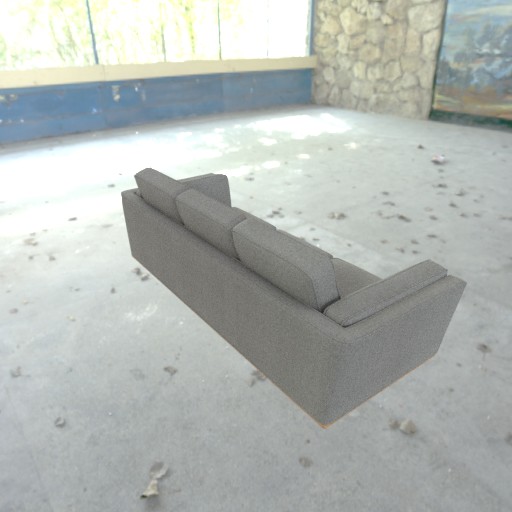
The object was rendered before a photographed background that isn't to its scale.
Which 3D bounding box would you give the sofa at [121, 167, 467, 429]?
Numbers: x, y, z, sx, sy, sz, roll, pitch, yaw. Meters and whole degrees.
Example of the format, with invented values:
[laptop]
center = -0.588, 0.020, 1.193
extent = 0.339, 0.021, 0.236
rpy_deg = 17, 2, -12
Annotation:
[sofa]
center = 0.000, 0.000, 2.898
extent = 0.903, 0.899, 2.362
rpy_deg = -19, 32, -32
